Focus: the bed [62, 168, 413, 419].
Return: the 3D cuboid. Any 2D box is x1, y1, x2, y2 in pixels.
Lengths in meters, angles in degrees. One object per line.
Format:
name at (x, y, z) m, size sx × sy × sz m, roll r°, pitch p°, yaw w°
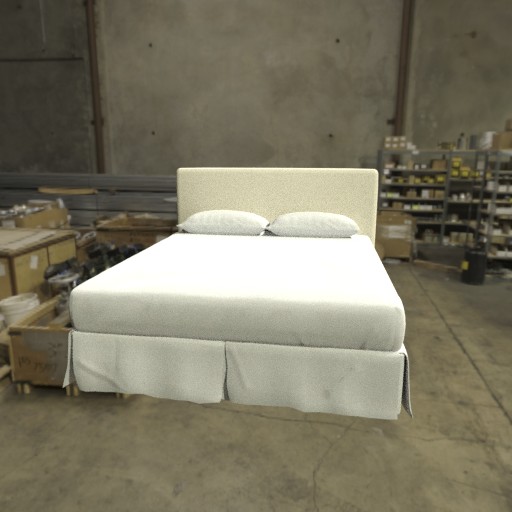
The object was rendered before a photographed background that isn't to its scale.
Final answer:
bed at (0.000, 0.000, 3.559) m, size 2.119 × 1.317 × 2.341 m, roll 2°, pitch 13°, yaw 9°
